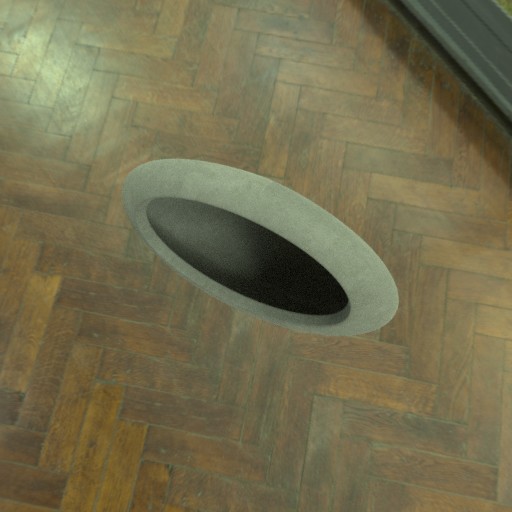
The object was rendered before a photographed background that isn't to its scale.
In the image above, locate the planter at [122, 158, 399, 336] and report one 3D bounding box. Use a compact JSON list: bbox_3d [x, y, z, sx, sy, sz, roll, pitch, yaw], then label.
[{"bbox_3d":[0.000,0.000,0.287,0.185,0.188,0.071,25,77,6],"label":"planter"}]
